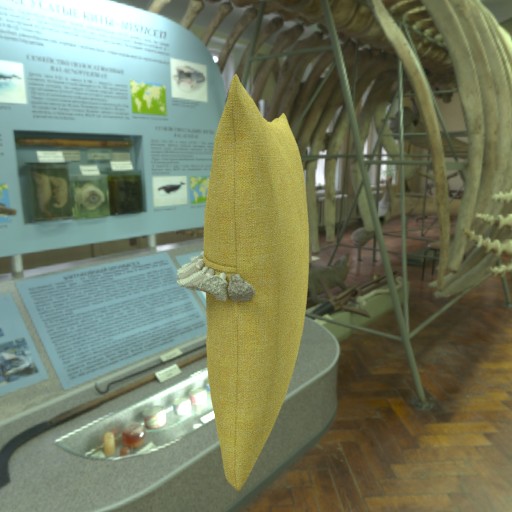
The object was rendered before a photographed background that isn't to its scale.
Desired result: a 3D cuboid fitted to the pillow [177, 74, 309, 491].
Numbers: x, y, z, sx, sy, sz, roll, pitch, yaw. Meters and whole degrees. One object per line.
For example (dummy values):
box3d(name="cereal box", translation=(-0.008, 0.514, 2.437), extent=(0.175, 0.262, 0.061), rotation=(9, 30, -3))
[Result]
box3d(name="pillow", translation=(0.000, 0.000, 0.718), extent=(0.167, 0.481, 0.485), rotation=(2, 13, 10))
